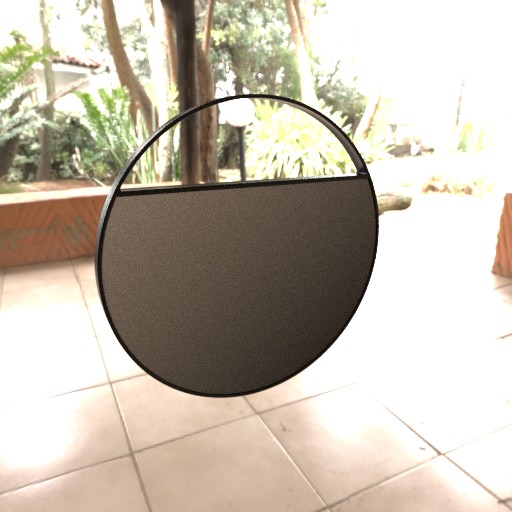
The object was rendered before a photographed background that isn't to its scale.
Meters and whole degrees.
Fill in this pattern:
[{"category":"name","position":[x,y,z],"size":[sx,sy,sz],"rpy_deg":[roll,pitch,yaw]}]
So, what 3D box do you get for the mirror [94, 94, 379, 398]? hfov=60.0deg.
[{"category":"mirror","position":[0.000,0.000,0.823],"size":[0.565,0.565,0.032],"rpy_deg":[-8,19,-26]}]
